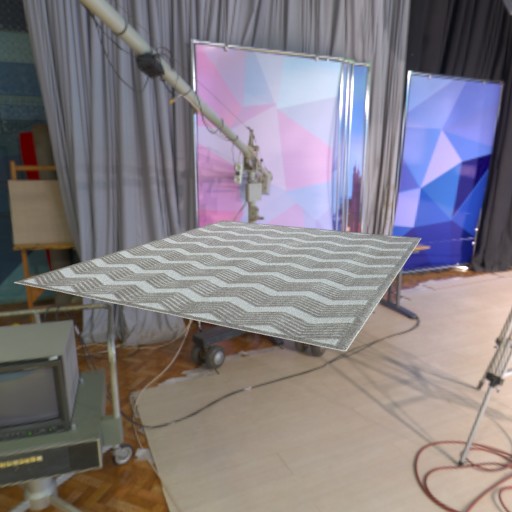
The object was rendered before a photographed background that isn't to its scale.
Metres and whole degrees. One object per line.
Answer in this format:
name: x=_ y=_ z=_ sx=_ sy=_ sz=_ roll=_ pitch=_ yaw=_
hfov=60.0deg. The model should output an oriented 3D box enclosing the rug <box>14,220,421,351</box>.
rug: x=0.000 y=0.000 z=3.859 sx=2.391 sy=0.005 sz=2.880 roll=7 pitch=16 yaw=26
